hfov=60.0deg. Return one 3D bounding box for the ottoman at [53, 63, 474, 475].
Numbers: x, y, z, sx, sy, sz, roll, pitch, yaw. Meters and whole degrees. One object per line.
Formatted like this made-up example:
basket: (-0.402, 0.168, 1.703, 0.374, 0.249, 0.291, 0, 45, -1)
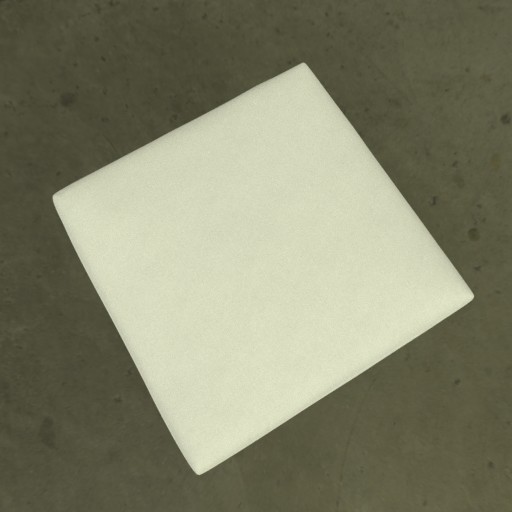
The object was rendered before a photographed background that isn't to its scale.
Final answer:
ottoman: (0.000, 0.000, 1.770, 1.163, 0.482, 1.167, -30, 78, -7)
